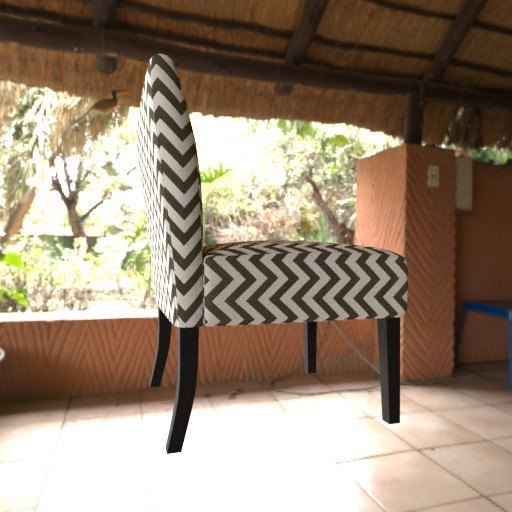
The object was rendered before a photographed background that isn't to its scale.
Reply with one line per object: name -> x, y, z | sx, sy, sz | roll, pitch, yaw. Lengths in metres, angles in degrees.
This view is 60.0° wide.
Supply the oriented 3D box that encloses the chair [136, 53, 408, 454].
chair -> 0.000, 0.000, 1.272 | 0.648, 0.838, 0.589 | 0, 0, -18
